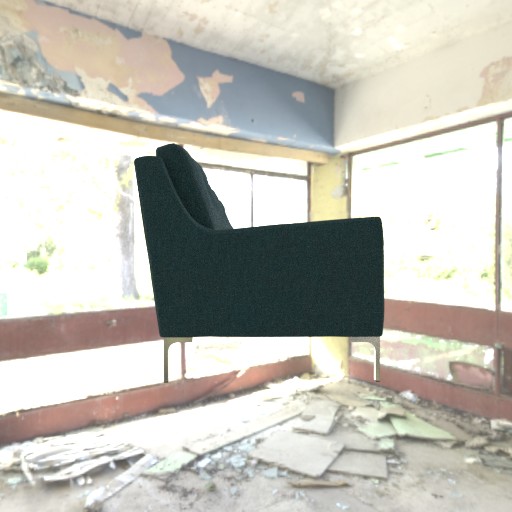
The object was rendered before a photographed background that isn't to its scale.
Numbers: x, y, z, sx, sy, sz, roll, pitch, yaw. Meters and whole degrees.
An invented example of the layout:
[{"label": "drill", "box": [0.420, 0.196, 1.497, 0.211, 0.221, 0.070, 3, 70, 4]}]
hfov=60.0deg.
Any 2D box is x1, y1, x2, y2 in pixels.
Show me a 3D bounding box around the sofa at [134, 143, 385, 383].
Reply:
[{"label": "sofa", "box": [0.000, 0.000, 2.494, 0.849, 0.837, 2.060, 0, 0, -1]}]
